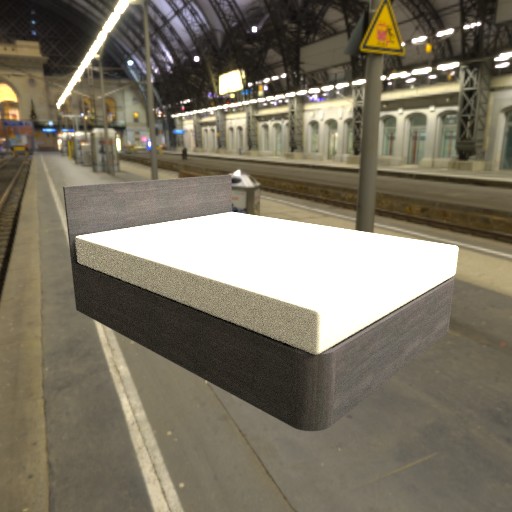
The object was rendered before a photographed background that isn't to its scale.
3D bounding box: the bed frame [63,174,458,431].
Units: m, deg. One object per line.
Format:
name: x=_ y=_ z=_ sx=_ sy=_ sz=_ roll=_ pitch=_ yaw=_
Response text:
bed frame: x=0.000 y=0.000 z=2.658 sx=1.900 sy=0.800 sz=1.400 roll=13 pitch=19 yaw=41
